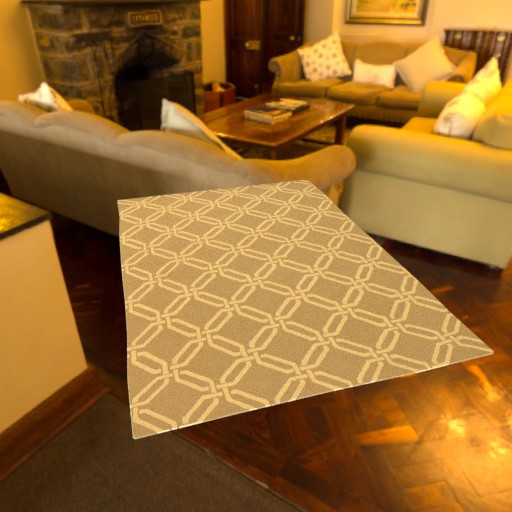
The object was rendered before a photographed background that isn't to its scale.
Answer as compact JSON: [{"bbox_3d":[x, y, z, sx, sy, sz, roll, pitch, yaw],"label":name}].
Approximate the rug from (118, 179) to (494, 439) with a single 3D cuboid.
[{"bbox_3d":[0.000,0.000,2.589,1.524,0.013,2.135,-9,32,-14],"label":"rug"}]
